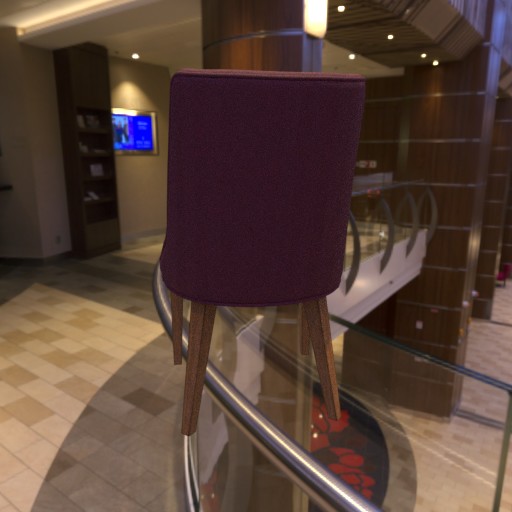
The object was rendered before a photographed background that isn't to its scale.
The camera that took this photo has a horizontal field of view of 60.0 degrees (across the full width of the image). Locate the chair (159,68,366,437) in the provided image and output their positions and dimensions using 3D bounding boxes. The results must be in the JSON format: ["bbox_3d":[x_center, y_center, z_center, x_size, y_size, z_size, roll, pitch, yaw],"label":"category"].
[{"bbox_3d":[0.000,0.000,1.265,0.548,0.916,0.638,-2,13,-9],"label":"chair"}]
